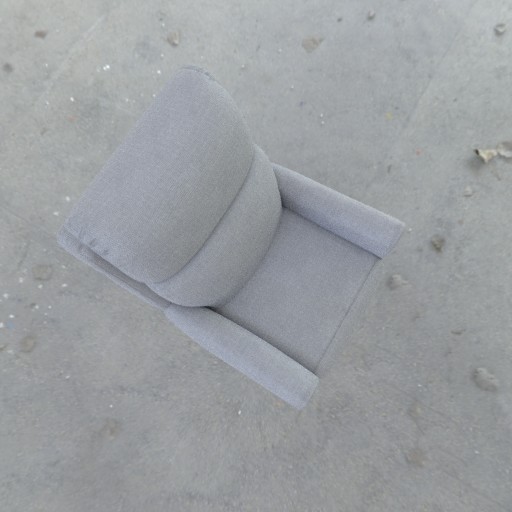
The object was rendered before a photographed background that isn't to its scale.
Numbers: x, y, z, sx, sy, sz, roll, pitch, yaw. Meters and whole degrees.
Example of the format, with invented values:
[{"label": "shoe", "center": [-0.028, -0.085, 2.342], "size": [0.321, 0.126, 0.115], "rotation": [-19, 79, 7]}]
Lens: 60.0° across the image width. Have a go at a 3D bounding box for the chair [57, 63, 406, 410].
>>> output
[{"label": "chair", "center": [0.000, 0.000, 1.792], "size": [1.014, 1.054, 0.838], "rotation": [31, 78, 7]}]
